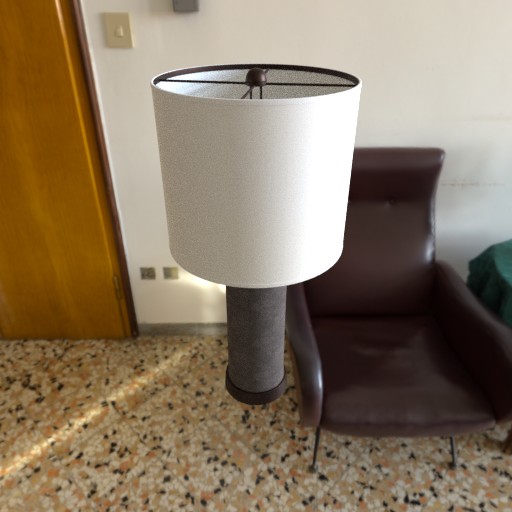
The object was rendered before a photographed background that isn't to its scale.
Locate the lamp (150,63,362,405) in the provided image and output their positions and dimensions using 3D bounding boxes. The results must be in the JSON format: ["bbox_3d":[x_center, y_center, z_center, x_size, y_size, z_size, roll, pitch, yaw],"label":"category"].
[{"bbox_3d":[0.000,0.000,0.798,0.301,0.630,0.301,-21,37,-30],"label":"lamp"}]
